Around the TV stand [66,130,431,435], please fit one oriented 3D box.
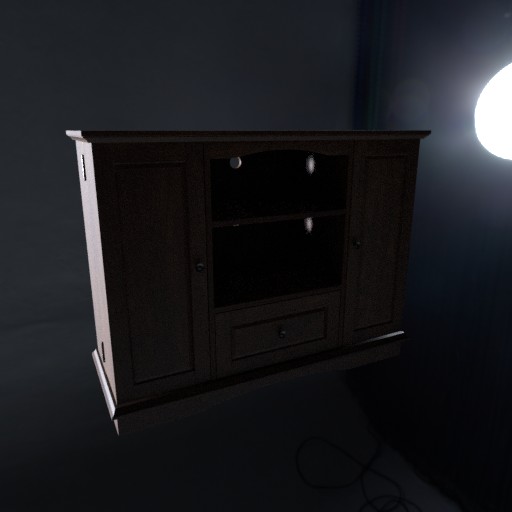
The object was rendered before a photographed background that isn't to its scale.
[{"bbox_3d":[0.000,0.000,1.491,1.067,0.813,0.406,-8,18,-26],"label":"TV stand"}]
